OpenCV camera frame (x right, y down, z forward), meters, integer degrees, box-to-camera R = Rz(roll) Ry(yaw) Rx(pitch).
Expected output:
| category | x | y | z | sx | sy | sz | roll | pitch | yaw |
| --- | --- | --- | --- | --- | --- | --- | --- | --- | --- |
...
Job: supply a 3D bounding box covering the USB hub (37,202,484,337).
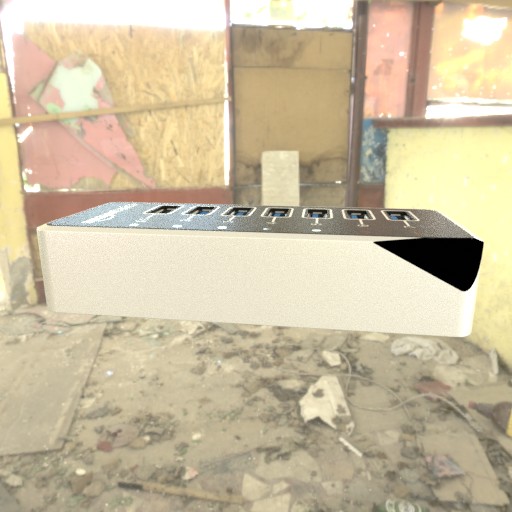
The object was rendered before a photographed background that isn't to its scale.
| category | x | y | z | sx | sy | sz | roll | pitch | yaw |
| --- | --- | --- | --- | --- | --- | --- | --- | --- | --- |
| USB hub | 0.000 | 0.000 | 0.128 | 0.110 | 0.023 | 0.044 | 2 | 16 | 8 |
